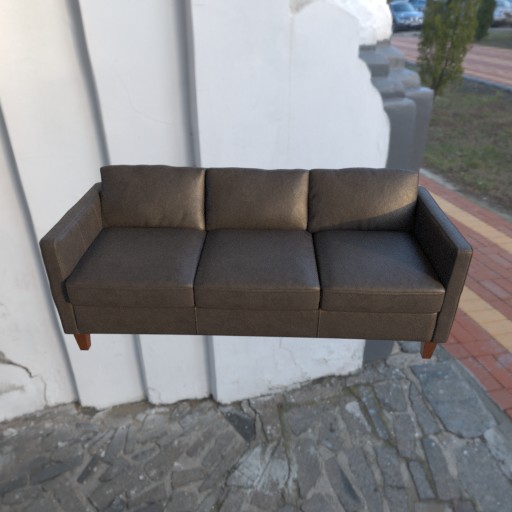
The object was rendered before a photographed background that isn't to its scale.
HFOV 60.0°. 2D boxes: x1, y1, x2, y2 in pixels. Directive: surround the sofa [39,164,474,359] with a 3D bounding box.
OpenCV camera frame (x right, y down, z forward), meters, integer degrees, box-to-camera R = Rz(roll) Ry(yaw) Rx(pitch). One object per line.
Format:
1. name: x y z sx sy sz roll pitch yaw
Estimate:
1. sofa: 0.000 0.000 3.005 2.464 1.006 1.045 1 30 2
